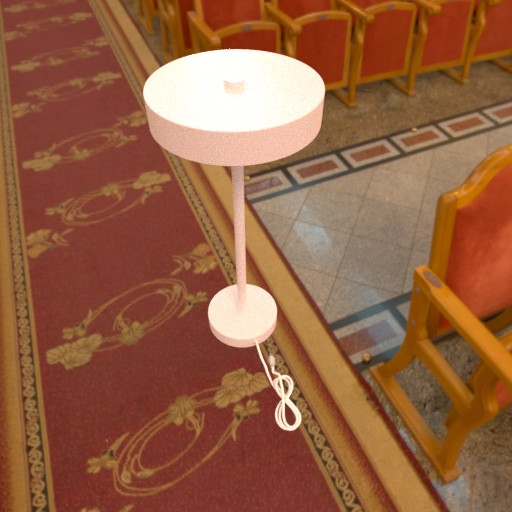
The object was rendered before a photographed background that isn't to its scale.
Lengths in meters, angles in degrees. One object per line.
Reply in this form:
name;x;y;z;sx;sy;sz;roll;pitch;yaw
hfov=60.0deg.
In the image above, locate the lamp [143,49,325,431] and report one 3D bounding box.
lamp;0.000;0.000;0.693;0.229;0.508;0.369;-17;48;-16
